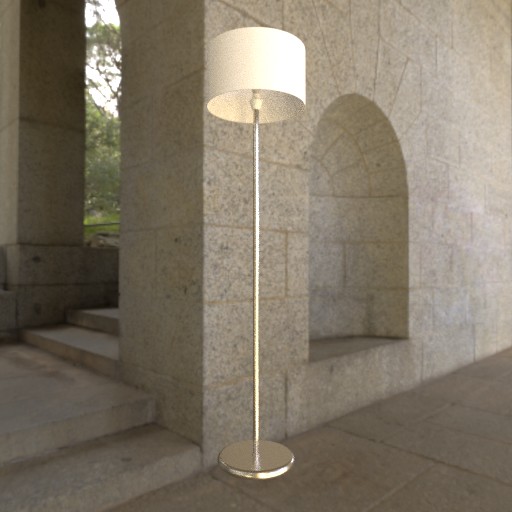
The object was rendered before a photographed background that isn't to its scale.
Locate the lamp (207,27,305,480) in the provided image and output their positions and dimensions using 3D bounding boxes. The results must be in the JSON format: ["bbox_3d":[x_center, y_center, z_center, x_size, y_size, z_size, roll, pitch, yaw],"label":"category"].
[{"bbox_3d":[0.000,0.000,1.563,0.347,1.443,0.347,0,-1,16],"label":"lamp"}]
